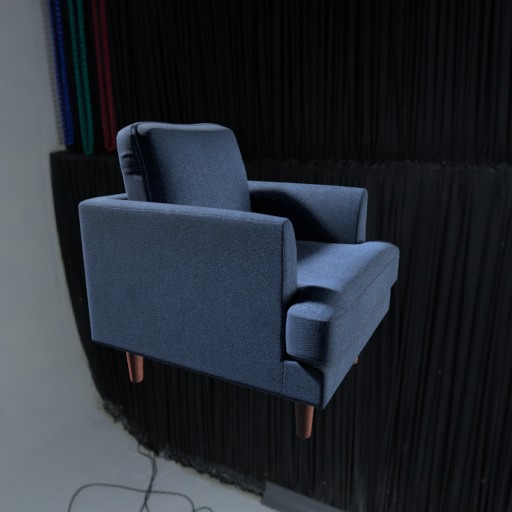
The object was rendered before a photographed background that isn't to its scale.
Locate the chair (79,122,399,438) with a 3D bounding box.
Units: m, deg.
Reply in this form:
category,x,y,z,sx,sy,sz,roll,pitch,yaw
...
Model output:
category,x,y,z,sx,sy,sz,roll,pitch,yaw
chair,0.000,0.000,1.645,0.899,0.957,0.858,8,17,27
